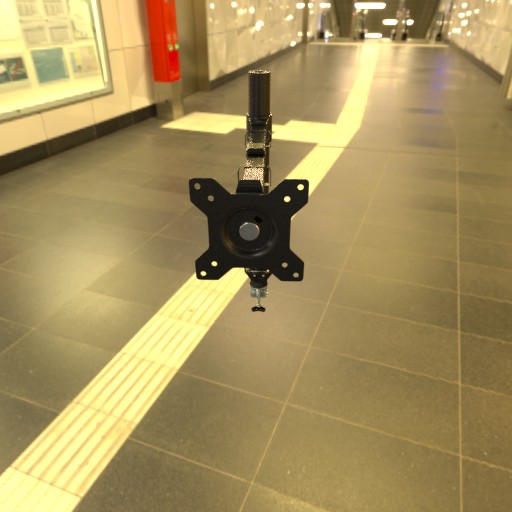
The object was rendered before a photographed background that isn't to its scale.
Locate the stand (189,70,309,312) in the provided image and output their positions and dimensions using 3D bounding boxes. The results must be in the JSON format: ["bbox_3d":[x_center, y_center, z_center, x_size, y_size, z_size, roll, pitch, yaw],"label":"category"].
[{"bbox_3d":[0.000,0.000,0.723,0.115,0.510,0.456,1,30,1],"label":"stand"}]
